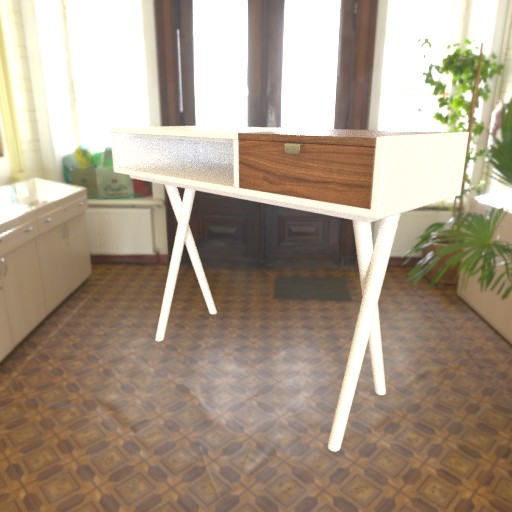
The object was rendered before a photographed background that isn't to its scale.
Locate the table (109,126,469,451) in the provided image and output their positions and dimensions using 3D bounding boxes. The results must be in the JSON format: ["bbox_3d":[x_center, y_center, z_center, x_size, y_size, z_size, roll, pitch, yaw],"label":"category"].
[{"bbox_3d":[0.000,0.000,1.427,0.418,0.785,1.066,-17,24,-42],"label":"table"}]
